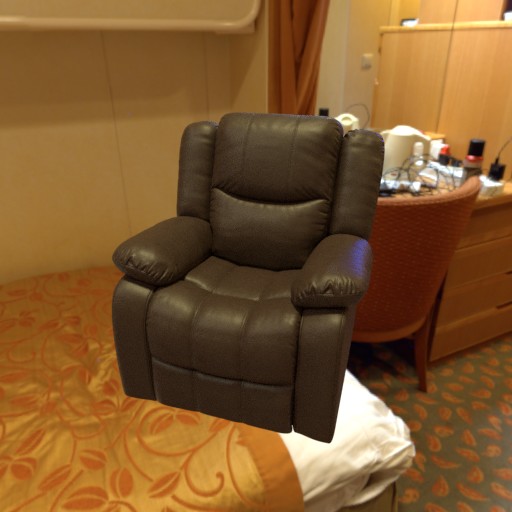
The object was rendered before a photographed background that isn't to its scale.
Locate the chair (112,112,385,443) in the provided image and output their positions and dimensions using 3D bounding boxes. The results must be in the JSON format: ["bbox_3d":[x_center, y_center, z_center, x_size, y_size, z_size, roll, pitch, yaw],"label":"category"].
[{"bbox_3d":[0.000,0.000,1.768,0.899,1.009,0.934,8,27,15],"label":"chair"}]
